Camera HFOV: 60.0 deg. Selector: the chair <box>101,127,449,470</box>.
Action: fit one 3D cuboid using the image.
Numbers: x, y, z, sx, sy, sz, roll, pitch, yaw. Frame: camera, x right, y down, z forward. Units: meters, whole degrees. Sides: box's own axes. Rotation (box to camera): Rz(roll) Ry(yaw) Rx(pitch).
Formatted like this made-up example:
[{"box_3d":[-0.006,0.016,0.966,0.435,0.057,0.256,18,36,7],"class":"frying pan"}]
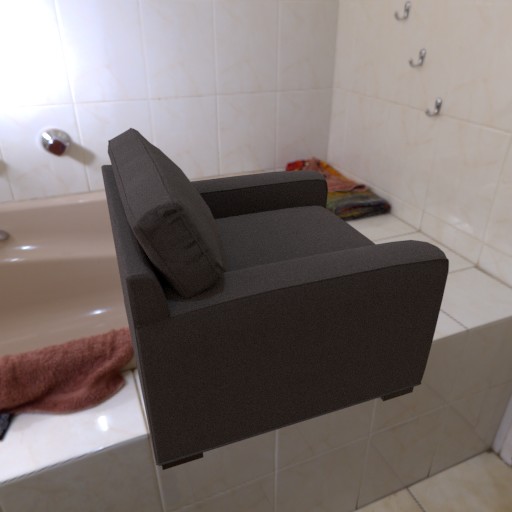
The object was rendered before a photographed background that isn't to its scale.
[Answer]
[{"box_3d":[0.000,0.000,1.775,1.043,0.913,0.997,-10,30,-18],"class":"chair"}]
